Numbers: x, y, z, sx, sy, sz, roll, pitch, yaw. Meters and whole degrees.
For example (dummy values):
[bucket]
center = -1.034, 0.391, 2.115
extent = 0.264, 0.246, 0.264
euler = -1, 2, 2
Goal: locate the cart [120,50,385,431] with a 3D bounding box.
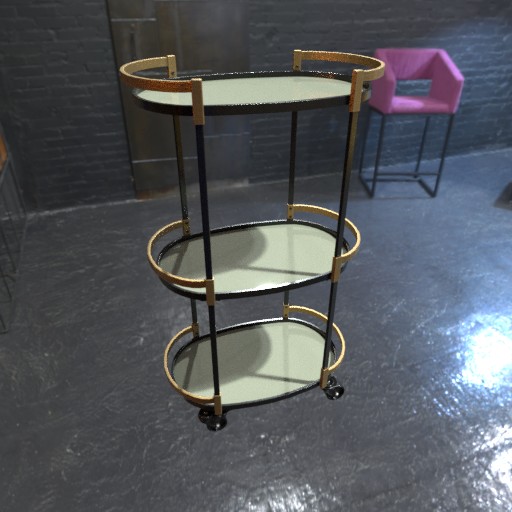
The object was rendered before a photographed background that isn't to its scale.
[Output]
[cart]
center = 0.000, 0.000, 1.094
extent = 0.515, 0.885, 0.311
euler = -9, 33, -15
